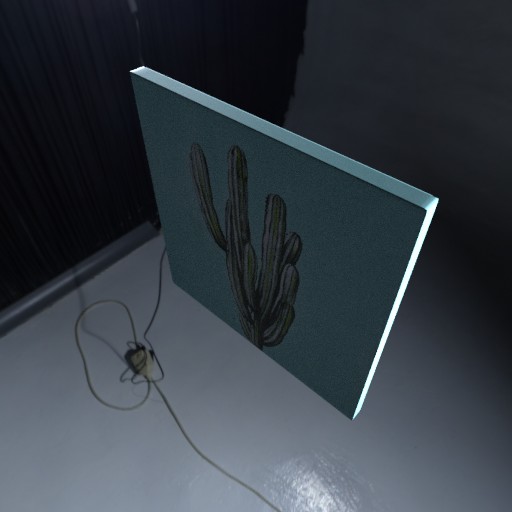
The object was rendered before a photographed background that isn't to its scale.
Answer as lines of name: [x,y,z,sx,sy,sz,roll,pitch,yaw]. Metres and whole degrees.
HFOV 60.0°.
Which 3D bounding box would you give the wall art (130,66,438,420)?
wall art: [0.000,0.000,1.622,1.071,1.073,0.070,33,54,28]
